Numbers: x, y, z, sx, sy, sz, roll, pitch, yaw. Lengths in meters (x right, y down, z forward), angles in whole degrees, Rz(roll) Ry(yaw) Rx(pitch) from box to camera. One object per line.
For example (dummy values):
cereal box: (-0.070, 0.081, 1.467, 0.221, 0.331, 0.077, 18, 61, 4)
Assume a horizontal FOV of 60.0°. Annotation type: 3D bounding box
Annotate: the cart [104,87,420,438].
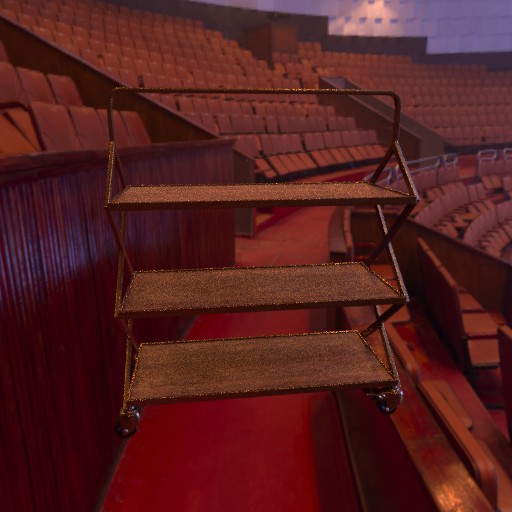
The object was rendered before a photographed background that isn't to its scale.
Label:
cart: (0.000, 0.000, 1.139, 0.723, 0.805, 0.313, -2, 16, -8)
